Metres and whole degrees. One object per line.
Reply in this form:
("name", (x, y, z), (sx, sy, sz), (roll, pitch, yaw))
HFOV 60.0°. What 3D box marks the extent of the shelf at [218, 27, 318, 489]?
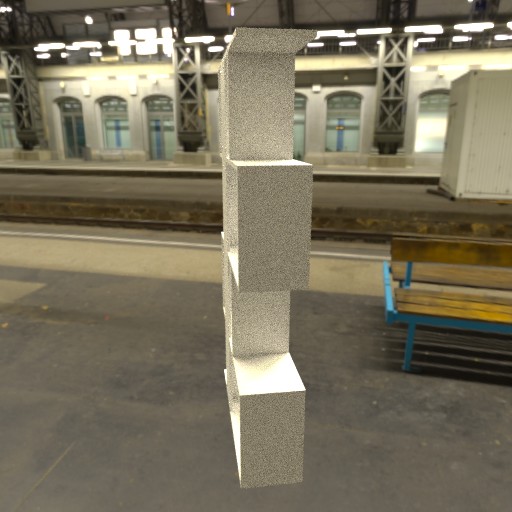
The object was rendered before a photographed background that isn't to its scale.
("shelf", (0.000, 0.000, 1.966), (0.250, 1.650, 0.890), (-2, 16, -8))
